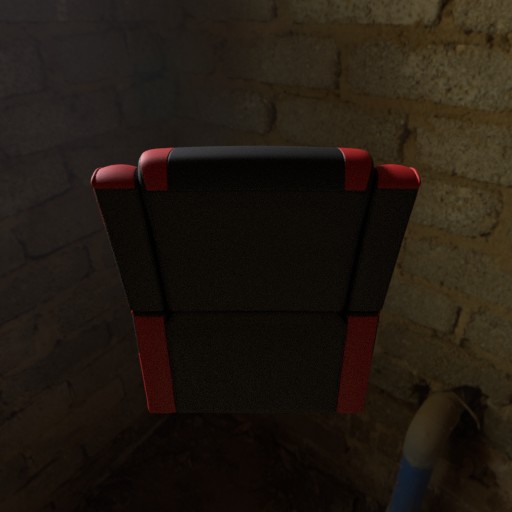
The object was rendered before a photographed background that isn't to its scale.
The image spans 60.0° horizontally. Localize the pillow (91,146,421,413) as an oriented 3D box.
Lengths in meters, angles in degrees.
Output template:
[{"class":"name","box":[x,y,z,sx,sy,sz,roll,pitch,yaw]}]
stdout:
[{"class":"pillow","box":[0.000,0.000,1.274,0.620,0.805,0.672,0,31,0]}]
